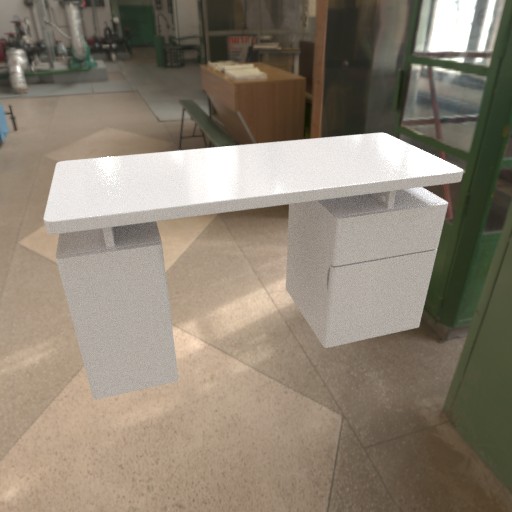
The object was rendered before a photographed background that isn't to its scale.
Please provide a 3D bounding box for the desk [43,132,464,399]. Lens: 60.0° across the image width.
[{"bbox_3d":[0.000,0.000,1.813,1.400,0.762,0.550,-9,31,-15],"label":"desk"}]
